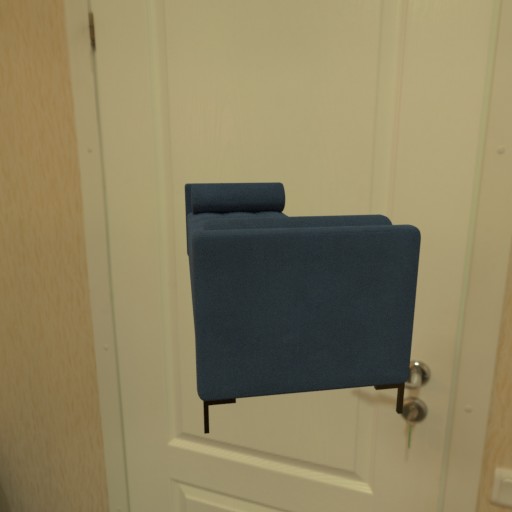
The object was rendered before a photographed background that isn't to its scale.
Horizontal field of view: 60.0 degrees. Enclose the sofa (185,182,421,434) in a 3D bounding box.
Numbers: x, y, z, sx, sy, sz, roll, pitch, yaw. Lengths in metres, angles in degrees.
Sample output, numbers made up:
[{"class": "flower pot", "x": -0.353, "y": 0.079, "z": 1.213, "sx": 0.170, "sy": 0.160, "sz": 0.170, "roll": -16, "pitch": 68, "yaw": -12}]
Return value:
[{"class": "sofa", "x": 0.000, "y": 0.000, "z": 2.284, "sx": 0.686, "sy": 0.635, "sz": 1.981, "roll": -2, "pitch": 14, "yaw": -9}]
